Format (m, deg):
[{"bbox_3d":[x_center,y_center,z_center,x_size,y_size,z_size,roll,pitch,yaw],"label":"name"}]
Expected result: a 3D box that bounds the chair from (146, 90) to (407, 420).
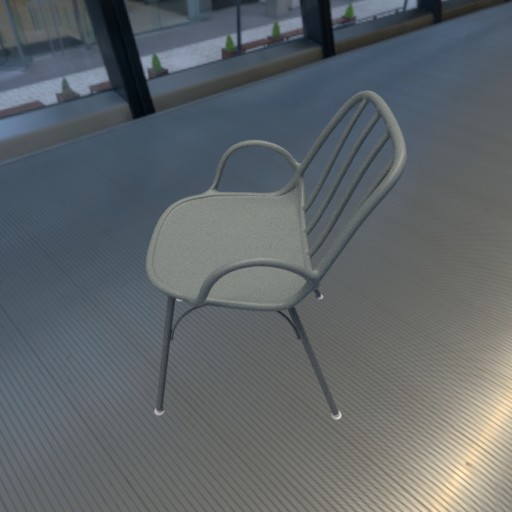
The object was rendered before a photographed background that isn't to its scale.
[{"bbox_3d":[0.000,0.000,1.219,0.597,0.816,0.549,0,40,0],"label":"chair"}]
